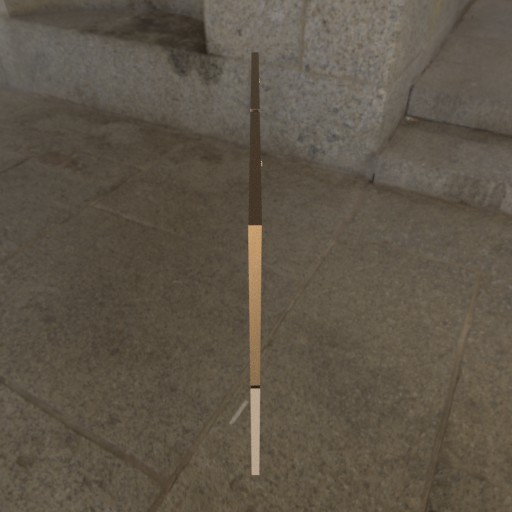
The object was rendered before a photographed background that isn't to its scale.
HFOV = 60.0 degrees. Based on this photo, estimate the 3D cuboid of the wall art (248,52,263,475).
[{"bbox_3d":[0.000,0.000,1.527,0.030,1.032,1.032,0,41,0],"label":"wall art"}]
